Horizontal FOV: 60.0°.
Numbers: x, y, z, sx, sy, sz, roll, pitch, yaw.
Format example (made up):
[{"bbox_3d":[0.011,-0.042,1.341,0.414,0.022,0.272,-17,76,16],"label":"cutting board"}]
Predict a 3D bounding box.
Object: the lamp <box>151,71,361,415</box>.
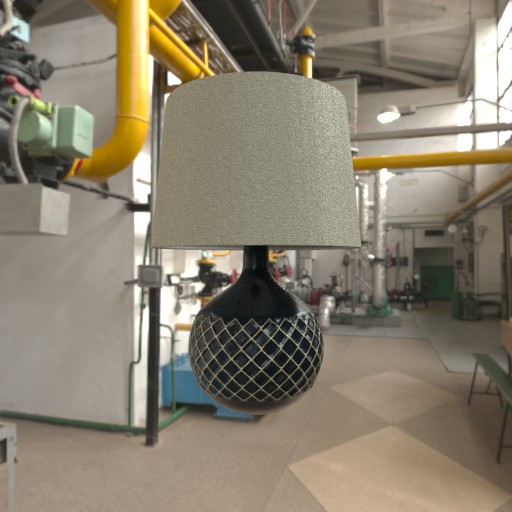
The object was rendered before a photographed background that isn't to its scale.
[{"bbox_3d":[0.000,0.000,0.812,0.376,0.540,0.376,0,0,0],"label":"lamp"}]
